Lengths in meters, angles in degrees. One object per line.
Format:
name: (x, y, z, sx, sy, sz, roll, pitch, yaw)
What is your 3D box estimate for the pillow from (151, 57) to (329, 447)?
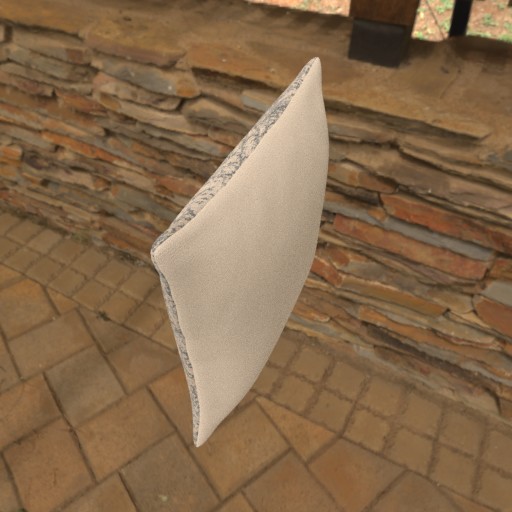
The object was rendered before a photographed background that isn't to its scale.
pillow: (0.000, 0.000, 0.781, 0.166, 0.510, 0.523, 17, 48, 16)
